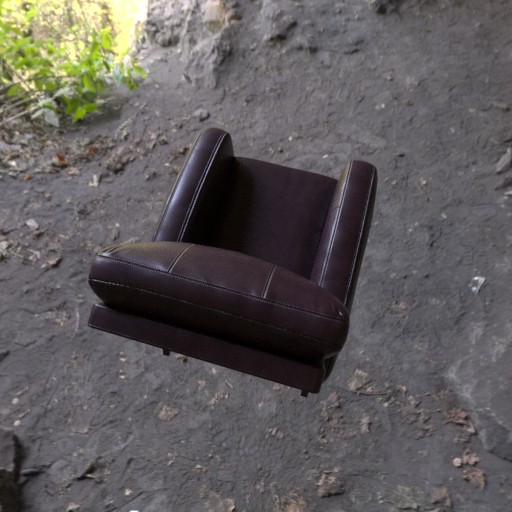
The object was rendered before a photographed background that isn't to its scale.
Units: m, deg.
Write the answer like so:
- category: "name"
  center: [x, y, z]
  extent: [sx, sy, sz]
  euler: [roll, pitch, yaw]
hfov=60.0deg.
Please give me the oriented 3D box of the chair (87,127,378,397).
- category: "chair"
  center: [0.000, 0.000, 1.630]
  extent: [0.762, 0.990, 0.990]
  euler: [15, 64, 7]
